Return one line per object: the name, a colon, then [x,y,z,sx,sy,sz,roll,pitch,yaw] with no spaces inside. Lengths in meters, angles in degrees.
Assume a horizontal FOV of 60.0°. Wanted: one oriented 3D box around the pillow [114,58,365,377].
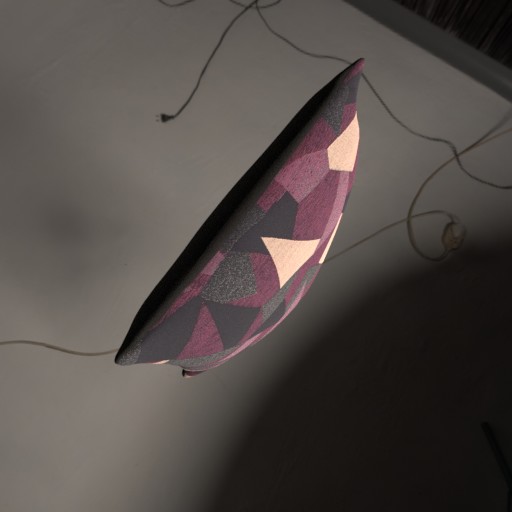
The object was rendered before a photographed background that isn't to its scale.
pillow: [0.000,0.000,0.758,0.208,0.496,0.503,36,78,9]
